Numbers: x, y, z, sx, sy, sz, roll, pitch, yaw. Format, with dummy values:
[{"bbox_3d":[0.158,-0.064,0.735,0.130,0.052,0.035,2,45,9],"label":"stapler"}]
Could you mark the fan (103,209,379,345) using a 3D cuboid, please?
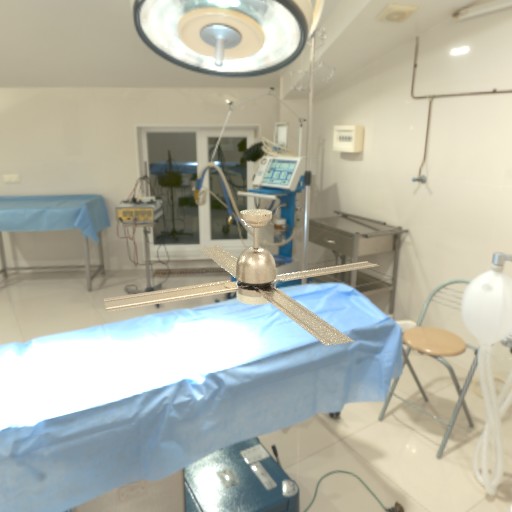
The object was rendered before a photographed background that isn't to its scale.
[{"bbox_3d":[0.000,0.000,2.025,1.346,0.406,1.346,-8,18,-25],"label":"fan"}]
